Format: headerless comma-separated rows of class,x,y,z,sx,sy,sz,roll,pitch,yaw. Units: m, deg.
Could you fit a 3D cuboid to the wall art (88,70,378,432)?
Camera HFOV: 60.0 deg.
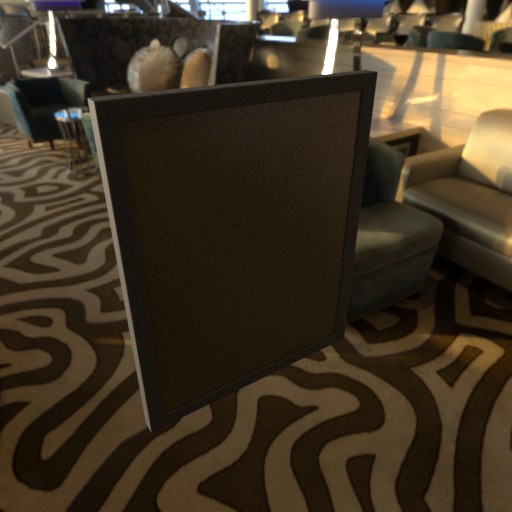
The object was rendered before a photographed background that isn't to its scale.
wall art,0.000,0.000,0.757,0.457,0.558,0.028,-18,34,-29
